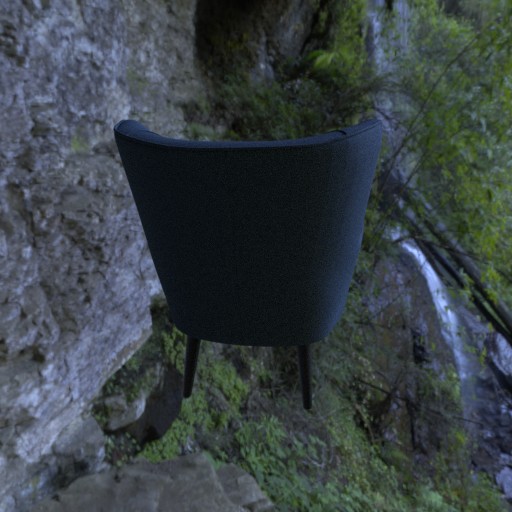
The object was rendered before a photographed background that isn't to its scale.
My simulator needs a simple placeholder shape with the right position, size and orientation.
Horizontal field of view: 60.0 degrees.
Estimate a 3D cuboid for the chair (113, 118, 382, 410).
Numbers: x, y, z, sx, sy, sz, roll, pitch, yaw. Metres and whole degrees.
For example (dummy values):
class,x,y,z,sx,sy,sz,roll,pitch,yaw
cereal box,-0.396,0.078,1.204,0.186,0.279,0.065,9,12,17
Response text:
class,x,y,z,sx,sy,sz,roll,pitch,yaw
chair,0.000,0.000,1.591,0.781,0.933,0.888,3,16,9
